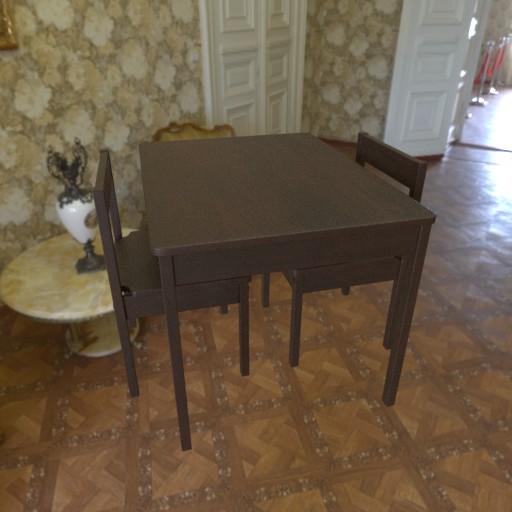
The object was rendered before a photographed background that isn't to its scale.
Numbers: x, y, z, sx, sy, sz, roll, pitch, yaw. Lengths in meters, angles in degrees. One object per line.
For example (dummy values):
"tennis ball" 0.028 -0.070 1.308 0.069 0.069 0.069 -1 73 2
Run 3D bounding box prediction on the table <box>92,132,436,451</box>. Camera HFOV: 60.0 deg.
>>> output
"table" 0.000 0.000 1.093 0.672 0.503 0.650 -7 29 -13
